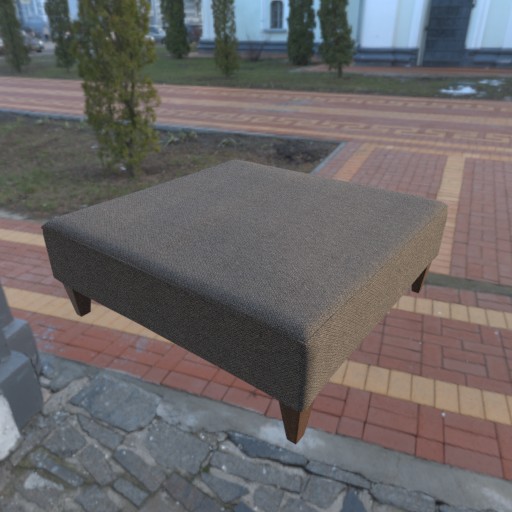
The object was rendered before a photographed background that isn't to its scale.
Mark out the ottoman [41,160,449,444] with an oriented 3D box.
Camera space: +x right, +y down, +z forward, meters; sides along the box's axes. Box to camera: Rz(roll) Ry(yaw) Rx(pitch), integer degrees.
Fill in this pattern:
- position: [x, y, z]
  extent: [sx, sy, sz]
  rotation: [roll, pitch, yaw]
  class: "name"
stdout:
- position: [0.000, 0.000, 1.529]
  extent: [0.981, 0.378, 0.970]
  rotation: [19, 33, 32]
  class: "ottoman"
